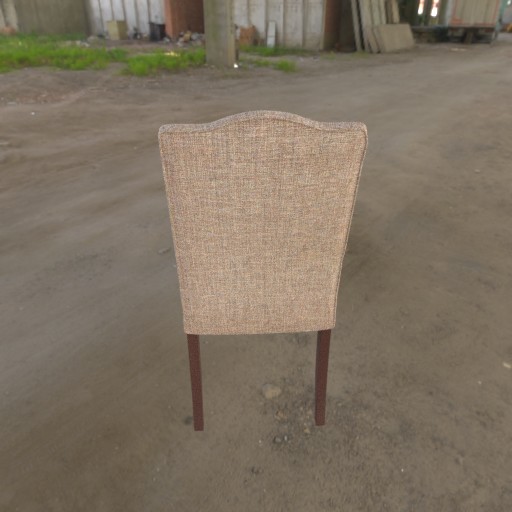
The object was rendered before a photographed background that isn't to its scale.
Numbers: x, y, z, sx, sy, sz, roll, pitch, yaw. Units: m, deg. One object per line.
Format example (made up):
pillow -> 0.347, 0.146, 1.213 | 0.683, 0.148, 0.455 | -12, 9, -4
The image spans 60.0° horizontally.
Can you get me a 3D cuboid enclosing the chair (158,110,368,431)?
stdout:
chair -> 0.000, 0.000, 1.410 | 0.513, 1.016, 0.660 | -2, 29, -3
